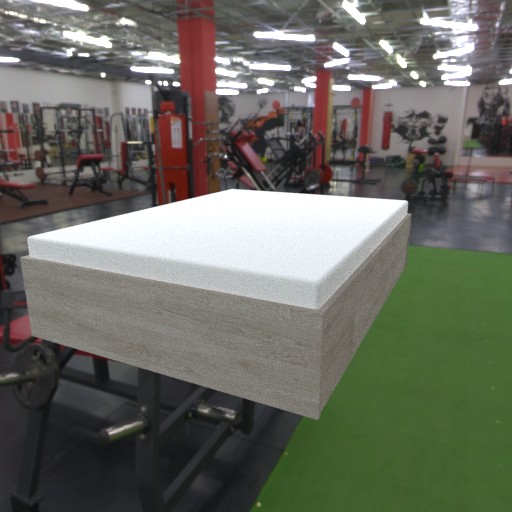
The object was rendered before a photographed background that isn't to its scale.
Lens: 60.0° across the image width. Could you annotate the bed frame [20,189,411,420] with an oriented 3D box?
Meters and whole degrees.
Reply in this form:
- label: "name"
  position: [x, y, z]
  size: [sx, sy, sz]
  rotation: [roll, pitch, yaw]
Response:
- label: "bed frame"
  position: [0.000, 0.000, 2.599]
  size: [1.448, 0.490, 1.944]
  rotation: [8, 18, 25]
